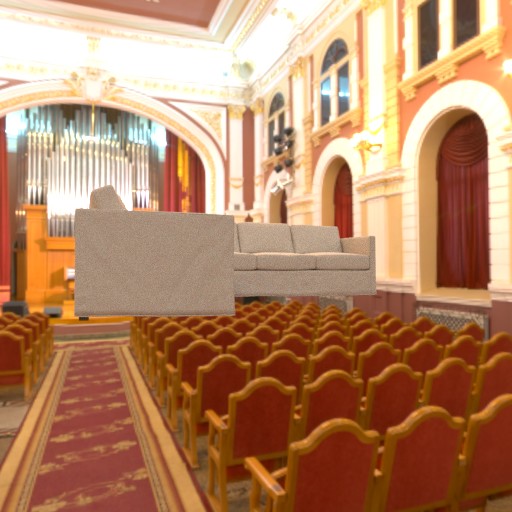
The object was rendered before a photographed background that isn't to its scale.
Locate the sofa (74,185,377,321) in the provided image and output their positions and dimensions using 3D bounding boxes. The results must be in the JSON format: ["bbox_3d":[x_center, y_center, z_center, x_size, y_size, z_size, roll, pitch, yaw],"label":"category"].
[{"bbox_3d":[0.000,0.000,4.328,3.182,0.871,2.432,0,-1,-20],"label":"sofa"}]
